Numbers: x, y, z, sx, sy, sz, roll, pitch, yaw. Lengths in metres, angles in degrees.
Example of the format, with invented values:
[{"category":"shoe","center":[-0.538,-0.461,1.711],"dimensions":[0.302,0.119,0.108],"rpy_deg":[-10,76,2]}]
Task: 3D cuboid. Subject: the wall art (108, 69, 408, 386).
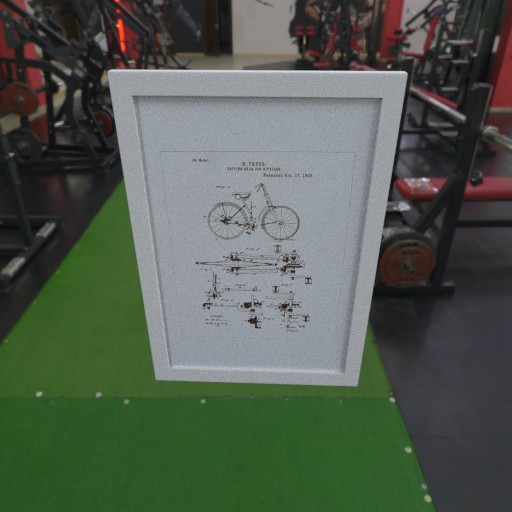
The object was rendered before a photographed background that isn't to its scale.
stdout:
[{"category":"wall art","center":[0.000,0.000,0.615],"dimensions":[0.332,0.477,0.015],"rpy_deg":[1,30,2]}]
